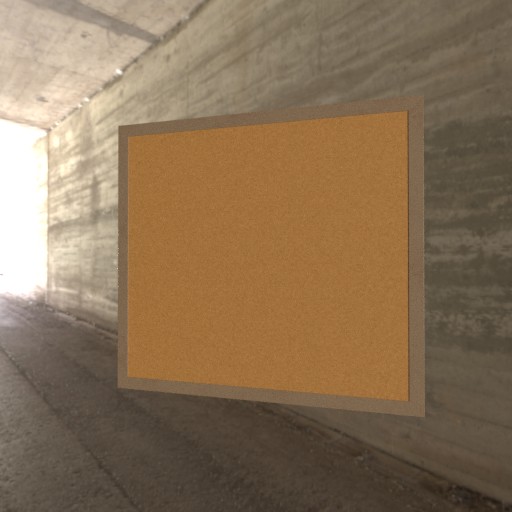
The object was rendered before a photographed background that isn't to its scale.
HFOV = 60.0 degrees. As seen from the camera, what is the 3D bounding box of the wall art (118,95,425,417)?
[{"bbox_3d":[0.000,0.000,1.647,1.168,1.067,0.025,0,-1,17],"label":"wall art"}]
